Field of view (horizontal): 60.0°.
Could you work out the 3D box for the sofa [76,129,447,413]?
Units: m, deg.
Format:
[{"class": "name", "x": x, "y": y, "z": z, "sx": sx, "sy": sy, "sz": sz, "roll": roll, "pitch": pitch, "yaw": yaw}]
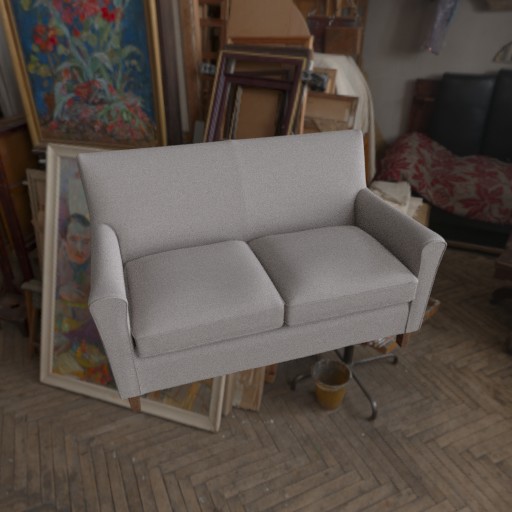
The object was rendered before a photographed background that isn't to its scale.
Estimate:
[{"class": "sofa", "x": 0.000, "y": 0.000, "z": 2.120, "sx": 1.482, "sy": 0.890, "sz": 0.888, "roll": -9, "pitch": 32, "yaw": -15}]
